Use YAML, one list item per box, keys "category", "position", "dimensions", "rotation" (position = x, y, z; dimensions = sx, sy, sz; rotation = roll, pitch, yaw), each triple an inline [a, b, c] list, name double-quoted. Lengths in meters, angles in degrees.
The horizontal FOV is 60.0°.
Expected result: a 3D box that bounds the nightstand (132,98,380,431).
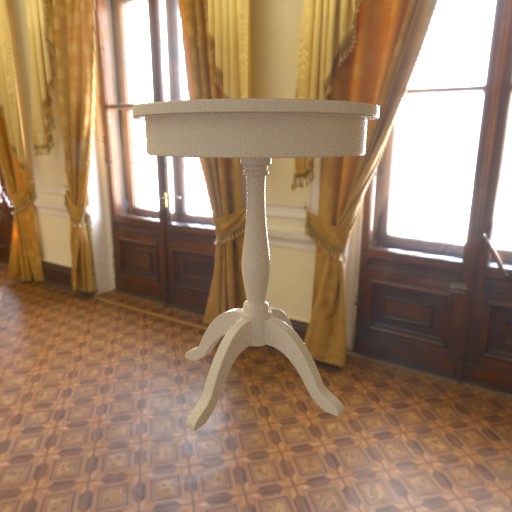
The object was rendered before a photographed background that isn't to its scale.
- category: "nightstand"
  position: [0.000, 0.000, 1.032]
  dimensions: [0.513, 0.653, 0.513]
  rotation: [14, 20, 43]
